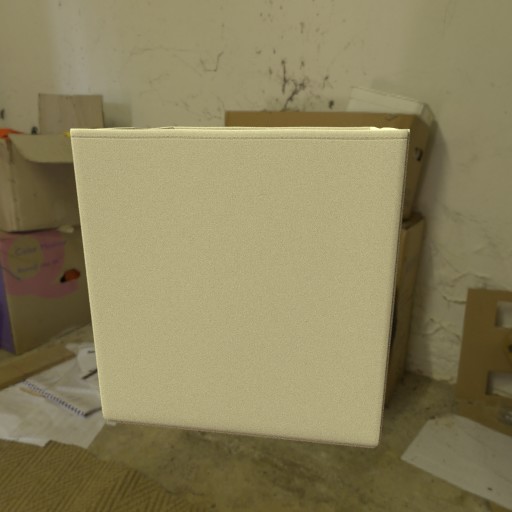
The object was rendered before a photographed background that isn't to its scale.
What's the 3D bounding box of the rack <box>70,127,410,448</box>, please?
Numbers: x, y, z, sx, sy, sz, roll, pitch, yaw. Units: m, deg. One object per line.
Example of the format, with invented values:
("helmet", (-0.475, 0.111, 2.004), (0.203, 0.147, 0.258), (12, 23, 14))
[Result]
("rack", (0.000, 0.000, 0.503), (0.270, 0.280, 0.270), (2, 17, 8))
